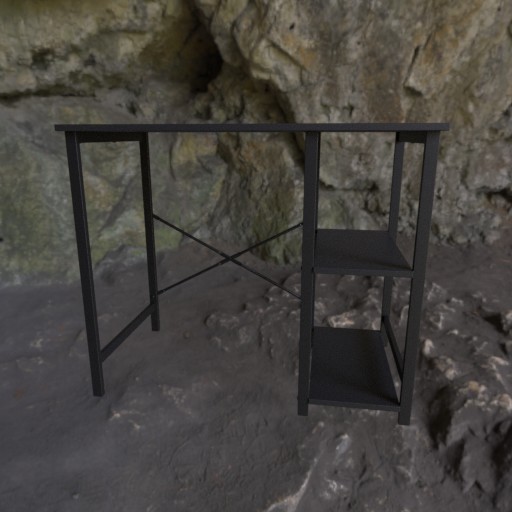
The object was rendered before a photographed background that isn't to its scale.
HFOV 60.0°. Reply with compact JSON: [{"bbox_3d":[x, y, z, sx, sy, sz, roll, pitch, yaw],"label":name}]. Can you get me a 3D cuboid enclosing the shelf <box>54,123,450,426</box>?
[{"bbox_3d":[0.000,0.000,1.330,0.902,0.749,0.498,2,15,9],"label":"shelf"}]
